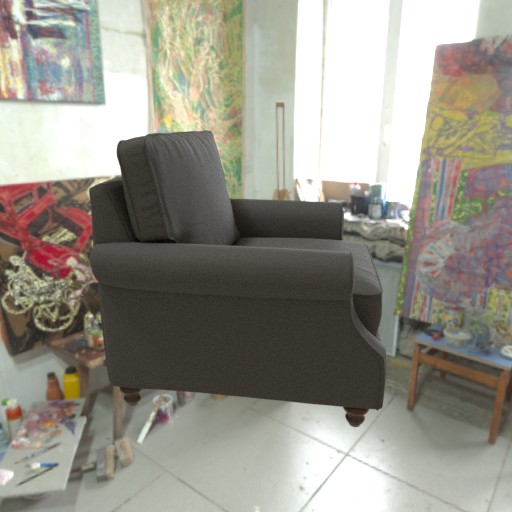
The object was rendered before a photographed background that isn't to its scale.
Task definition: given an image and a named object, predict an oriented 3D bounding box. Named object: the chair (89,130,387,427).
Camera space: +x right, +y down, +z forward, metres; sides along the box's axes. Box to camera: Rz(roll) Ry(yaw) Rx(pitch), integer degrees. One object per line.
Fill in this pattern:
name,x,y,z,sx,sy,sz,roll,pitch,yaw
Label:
chair,0.000,0.000,1.789,0.966,0.967,1.029,2,17,8
